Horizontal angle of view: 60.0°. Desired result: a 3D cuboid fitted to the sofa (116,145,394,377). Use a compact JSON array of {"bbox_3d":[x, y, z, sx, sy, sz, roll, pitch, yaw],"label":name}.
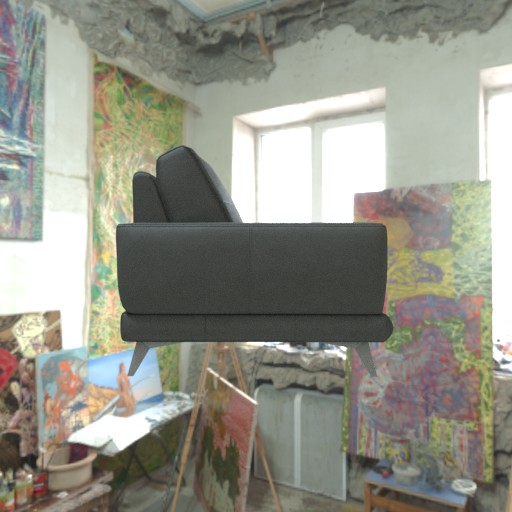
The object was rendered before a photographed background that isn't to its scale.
[{"bbox_3d":[0.000,0.000,2.465,1.018,0.907,1.806,0,0,1],"label":"sofa"}]
